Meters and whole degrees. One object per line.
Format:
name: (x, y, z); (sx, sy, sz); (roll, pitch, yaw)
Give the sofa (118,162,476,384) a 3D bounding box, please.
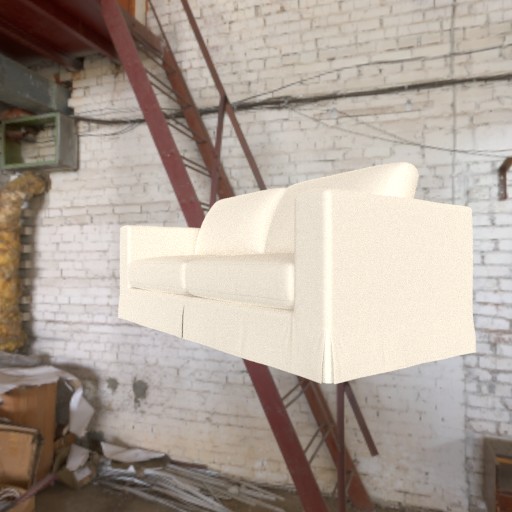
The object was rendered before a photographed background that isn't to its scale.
sofa: (0.000, 0.000, 2.625); (0.954, 0.881, 2.163); (0, -1, -35)
